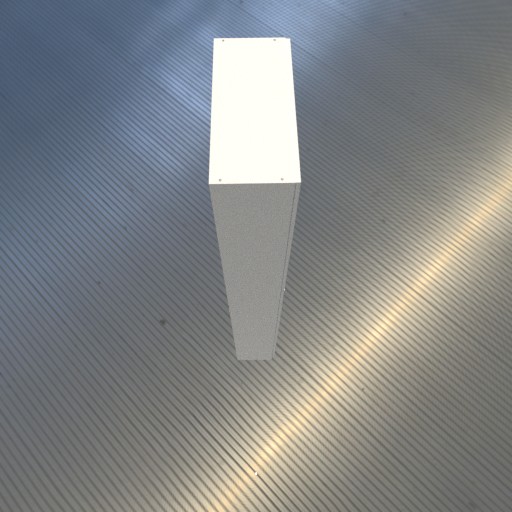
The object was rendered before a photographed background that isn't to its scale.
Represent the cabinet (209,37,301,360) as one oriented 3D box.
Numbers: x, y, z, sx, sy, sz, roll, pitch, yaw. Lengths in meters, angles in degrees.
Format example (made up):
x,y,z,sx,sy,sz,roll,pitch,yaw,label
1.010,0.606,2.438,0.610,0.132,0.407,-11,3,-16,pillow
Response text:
x,y,z,sx,sy,sz,roll,pitch,yaw,label
0.000,0.000,1.951,0.230,1.790,0.500,-1,64,0,cabinet
